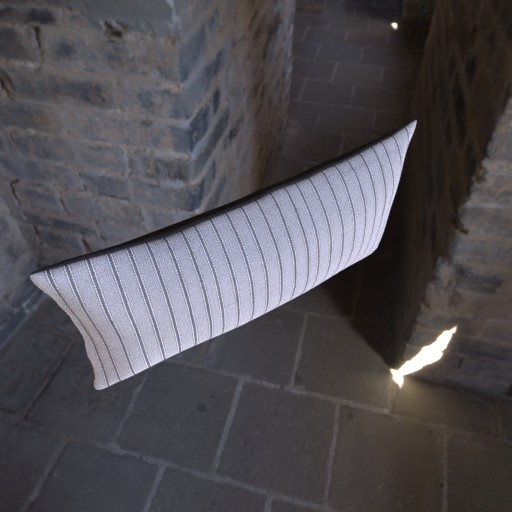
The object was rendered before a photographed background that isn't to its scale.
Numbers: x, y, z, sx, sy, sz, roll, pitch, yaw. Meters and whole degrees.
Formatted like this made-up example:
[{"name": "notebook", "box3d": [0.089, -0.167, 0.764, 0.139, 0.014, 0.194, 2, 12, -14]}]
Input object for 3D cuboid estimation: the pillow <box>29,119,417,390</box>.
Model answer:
[{"name": "pillow", "box3d": [0.000, 0.000, 0.716, 0.609, 0.305, 0.151, -24, 51, -21]}]
